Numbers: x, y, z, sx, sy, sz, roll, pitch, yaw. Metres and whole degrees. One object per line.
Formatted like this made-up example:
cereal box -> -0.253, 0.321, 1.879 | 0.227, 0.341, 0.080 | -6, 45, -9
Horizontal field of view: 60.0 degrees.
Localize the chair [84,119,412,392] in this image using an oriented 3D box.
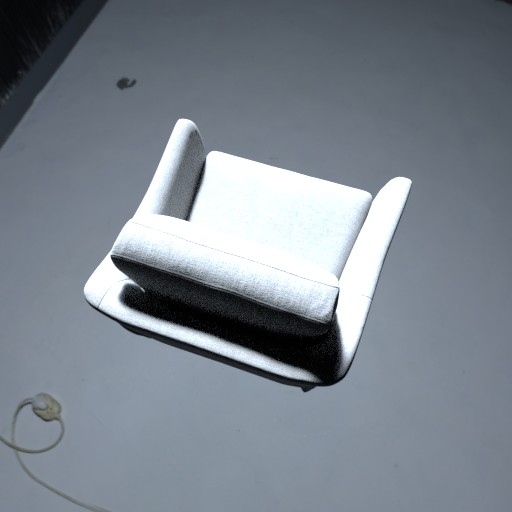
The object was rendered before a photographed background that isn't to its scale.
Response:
chair -> 0.000, 0.000, 1.713 | 0.986, 0.902, 0.961 | 17, 64, 8
